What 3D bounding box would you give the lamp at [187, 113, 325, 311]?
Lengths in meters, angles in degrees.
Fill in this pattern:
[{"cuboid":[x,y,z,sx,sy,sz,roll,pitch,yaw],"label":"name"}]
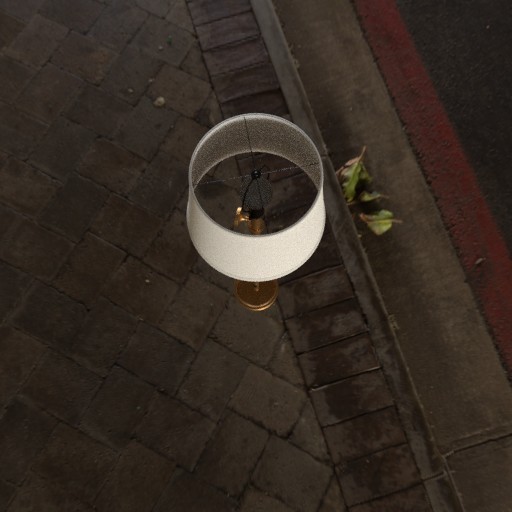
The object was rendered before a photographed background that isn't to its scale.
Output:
[{"cuboid":[0.000,0.000,0.796,0.178,0.710,0.178,0,76,0],"label":"lamp"}]
